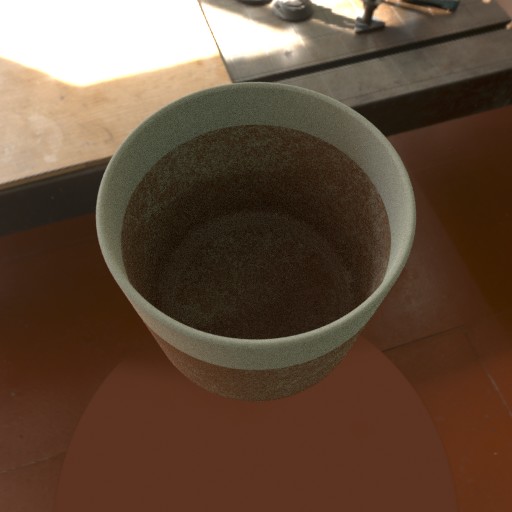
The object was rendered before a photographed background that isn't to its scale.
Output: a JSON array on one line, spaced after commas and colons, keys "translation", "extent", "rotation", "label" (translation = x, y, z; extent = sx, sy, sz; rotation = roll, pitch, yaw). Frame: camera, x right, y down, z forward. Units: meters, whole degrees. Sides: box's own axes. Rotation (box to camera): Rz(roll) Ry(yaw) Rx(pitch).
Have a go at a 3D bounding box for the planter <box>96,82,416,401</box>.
[{"translation": [0.000, 0.000, 0.282], "extent": [0.159, 0.138, 0.159], "rotation": [0, 62, 0], "label": "planter"}]
